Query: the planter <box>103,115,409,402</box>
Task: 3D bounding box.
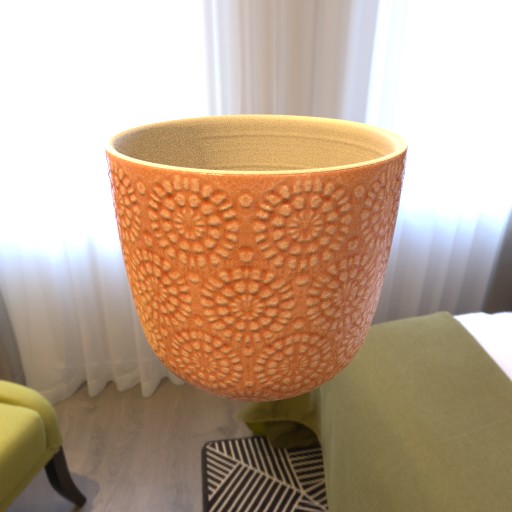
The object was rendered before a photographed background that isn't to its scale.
[{"bbox_3d":[0.000,0.000,0.355,0.208,0.190,0.208,0,25,0],"label":"planter"}]
